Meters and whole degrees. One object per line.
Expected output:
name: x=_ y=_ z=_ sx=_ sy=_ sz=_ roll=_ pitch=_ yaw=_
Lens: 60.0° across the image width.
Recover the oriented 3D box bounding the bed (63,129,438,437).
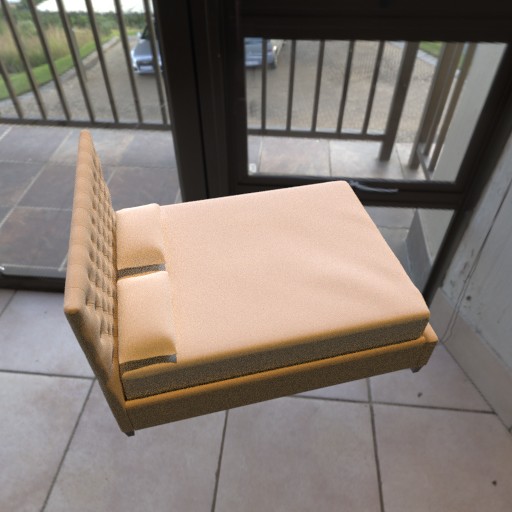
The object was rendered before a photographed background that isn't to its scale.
bed: x=0.000 y=0.000 z=3.269 sx=2.233 sy=1.426 sz=1.696 roll=-9 pitch=46 yaw=-9
